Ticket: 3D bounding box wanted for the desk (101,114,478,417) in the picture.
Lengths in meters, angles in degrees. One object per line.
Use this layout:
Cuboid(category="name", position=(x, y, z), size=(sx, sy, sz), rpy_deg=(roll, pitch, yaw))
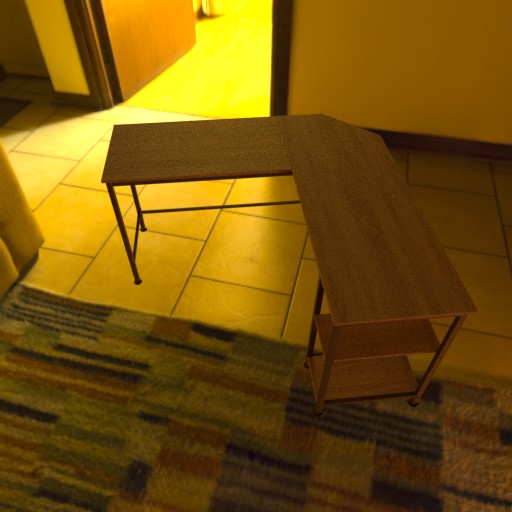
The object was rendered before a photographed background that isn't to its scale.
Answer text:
Cuboid(category="desk", position=(0.000, 0.000, 2.199), size=(1.379, 0.739, 1.379), rpy_deg=(-4, 46, -4))
